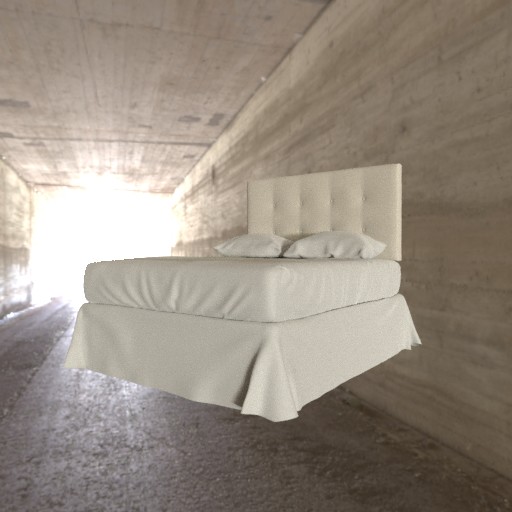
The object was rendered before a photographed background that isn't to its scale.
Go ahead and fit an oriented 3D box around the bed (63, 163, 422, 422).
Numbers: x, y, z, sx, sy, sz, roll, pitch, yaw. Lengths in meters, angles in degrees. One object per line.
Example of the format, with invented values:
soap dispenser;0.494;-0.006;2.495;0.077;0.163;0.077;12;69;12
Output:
bed;0.000;0.000;3.463;1.936;1.577;2.222;0;1;36
